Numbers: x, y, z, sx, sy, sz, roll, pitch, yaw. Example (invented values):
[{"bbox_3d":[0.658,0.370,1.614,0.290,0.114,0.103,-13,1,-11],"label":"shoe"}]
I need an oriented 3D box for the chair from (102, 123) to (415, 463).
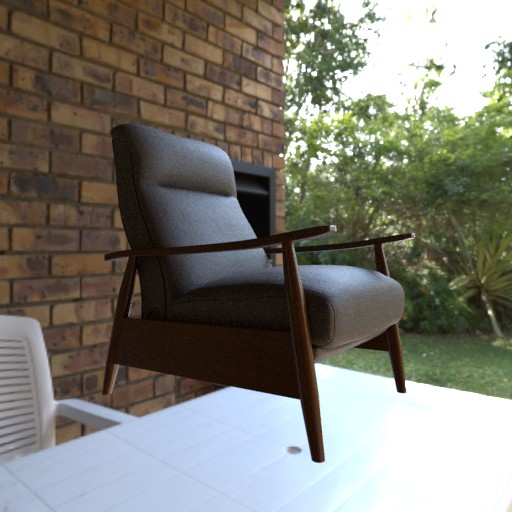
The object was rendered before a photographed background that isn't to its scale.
[{"bbox_3d":[0.000,0.000,1.741,1.014,1.081,0.762,1,1,36],"label":"chair"}]
